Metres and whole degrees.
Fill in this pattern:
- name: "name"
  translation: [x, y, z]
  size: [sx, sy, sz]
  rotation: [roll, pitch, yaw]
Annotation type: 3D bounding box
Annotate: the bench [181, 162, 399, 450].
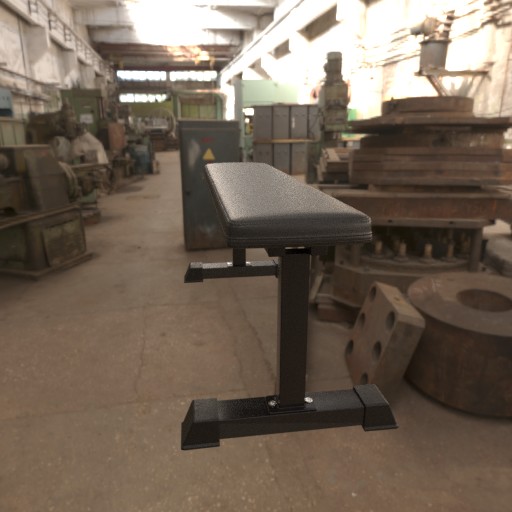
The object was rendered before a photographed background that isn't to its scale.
- name: "bench"
  translation: [0.000, 0.000, 1.289]
  size: [0.439, 0.453, 1.072]
  rotation: [-2, 17, -8]
